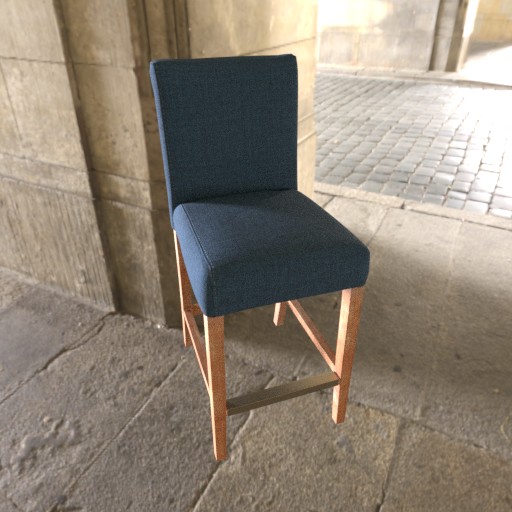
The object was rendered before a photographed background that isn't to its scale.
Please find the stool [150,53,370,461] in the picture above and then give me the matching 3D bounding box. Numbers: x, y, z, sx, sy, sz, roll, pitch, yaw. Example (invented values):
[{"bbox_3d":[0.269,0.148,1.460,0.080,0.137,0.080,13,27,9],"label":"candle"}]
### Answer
[{"bbox_3d":[0.000,0.000,1.325,0.454,1.039,0.567,-10,33,-16],"label":"stool"}]
